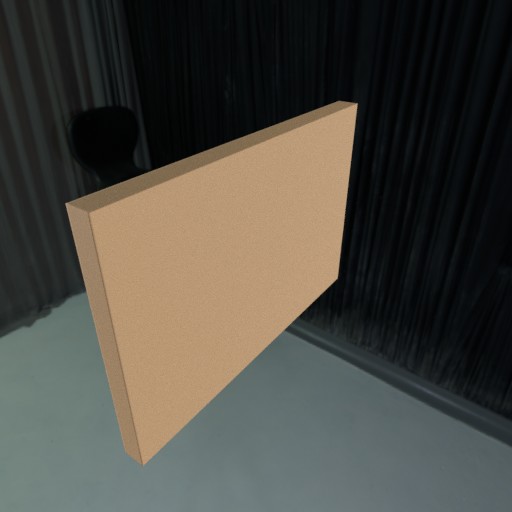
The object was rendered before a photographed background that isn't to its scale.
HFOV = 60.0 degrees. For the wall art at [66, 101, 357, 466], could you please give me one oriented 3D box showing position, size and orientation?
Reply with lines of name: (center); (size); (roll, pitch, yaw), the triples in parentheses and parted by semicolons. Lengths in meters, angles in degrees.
wall art: (0.000, 0.000, 0.762); (0.039, 0.407, 0.609); (21, 37, 31)
